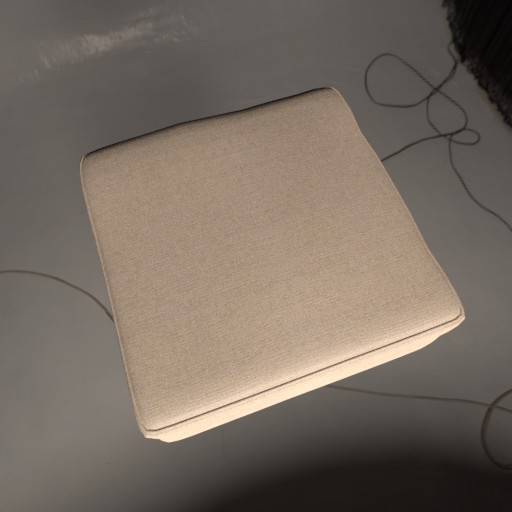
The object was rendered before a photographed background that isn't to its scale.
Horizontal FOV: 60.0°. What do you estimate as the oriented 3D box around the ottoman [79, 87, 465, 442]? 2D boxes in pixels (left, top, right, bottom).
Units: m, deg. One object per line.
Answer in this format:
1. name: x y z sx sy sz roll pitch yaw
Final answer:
1. ottoman: 0.000 0.000 1.351 0.838 0.481 0.838 -18 67 -8
